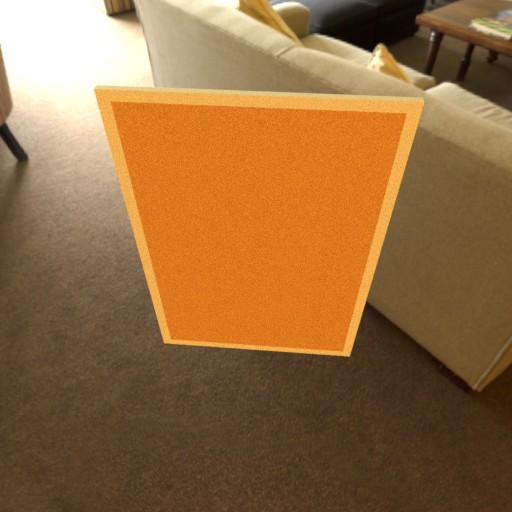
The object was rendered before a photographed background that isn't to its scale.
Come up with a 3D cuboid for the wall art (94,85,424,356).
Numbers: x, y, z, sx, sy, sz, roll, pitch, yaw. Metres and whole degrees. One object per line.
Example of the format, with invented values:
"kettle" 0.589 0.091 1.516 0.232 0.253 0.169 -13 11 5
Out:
"wall art" 0.000 0.000 0.852 0.456 0.656 0.013 3 47 3
